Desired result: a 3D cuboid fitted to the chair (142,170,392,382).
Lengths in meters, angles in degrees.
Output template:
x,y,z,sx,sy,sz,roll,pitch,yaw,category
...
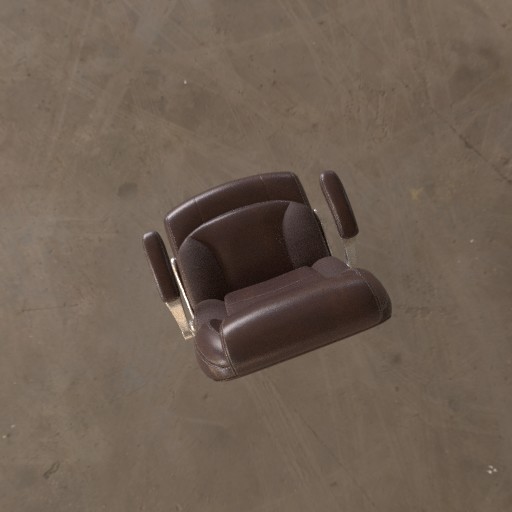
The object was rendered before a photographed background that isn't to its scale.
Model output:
x,y,z,sx,sy,sz,roll,pitch,yaw,category
0.000,0.000,1.654,0.733,1.160,0.774,-19,77,-5,chair
